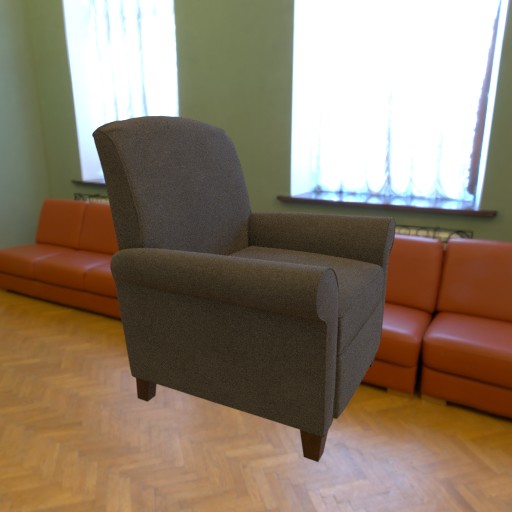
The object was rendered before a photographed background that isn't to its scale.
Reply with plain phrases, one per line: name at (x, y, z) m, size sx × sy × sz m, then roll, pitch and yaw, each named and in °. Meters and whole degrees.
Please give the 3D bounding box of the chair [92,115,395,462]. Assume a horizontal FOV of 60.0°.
chair at (0.000, 0.000, 1.734) m, size 0.905 × 1.061 × 0.978 m, roll 8°, pitch 17°, yaw 27°
